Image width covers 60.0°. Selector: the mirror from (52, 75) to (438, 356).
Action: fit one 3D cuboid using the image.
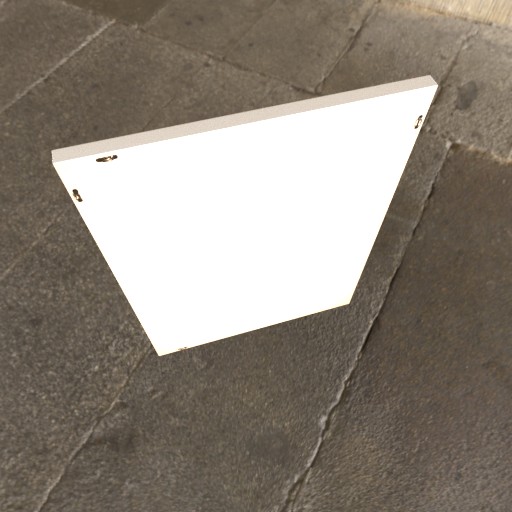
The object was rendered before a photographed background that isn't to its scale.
[{"bbox_3d":[0.000,0.000,1.283,0.762,1.016,0.040,-14,59,-9],"label":"mirror"}]
